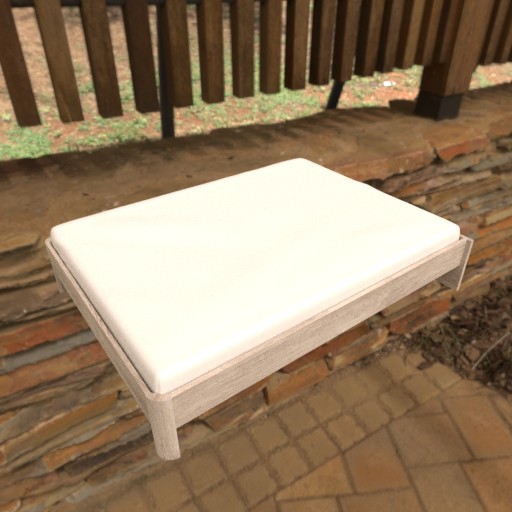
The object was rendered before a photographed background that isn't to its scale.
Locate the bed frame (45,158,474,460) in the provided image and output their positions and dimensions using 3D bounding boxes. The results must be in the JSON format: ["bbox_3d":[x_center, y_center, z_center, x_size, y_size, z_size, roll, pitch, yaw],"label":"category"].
[{"bbox_3d":[0.000,0.000,2.576,1.950,0.462,1.490,-22,39,-30],"label":"bed frame"}]
